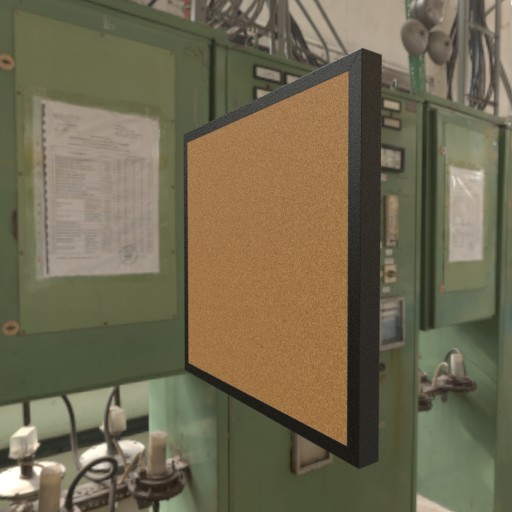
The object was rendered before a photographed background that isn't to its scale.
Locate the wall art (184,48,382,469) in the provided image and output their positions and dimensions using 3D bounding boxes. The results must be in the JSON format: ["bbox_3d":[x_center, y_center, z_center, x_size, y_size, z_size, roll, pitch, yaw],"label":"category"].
[{"bbox_3d":[0.000,0.000,0.753,0.036,0.508,0.508,-1,2,-34],"label":"wall art"}]
